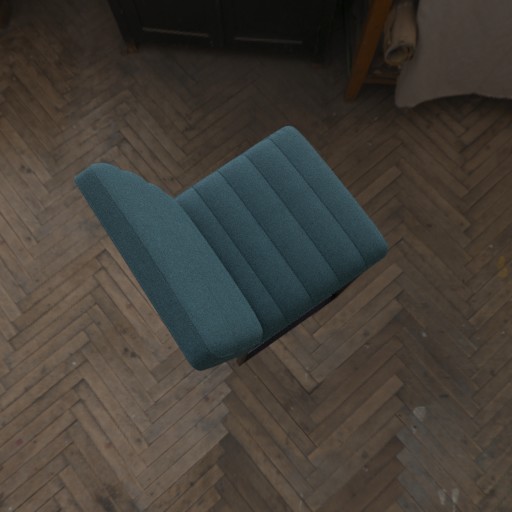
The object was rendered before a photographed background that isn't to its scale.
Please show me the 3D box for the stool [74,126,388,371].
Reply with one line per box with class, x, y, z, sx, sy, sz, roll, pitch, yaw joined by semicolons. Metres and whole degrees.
stool;0.000;0.000;1.332;0.560;1.040;0.460;-34;77;-9
